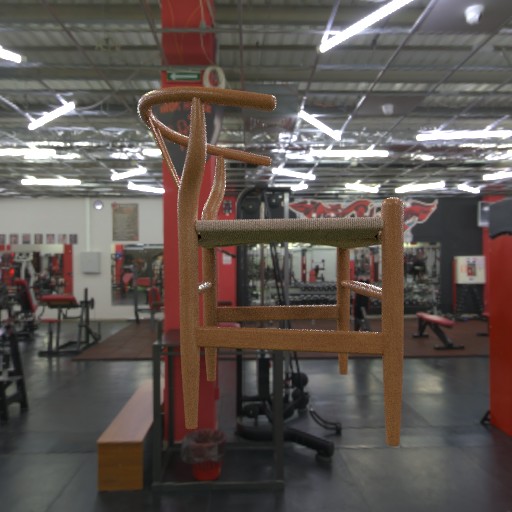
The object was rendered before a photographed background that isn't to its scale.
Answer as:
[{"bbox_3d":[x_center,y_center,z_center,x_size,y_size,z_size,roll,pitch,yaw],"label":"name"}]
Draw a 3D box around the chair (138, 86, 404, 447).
[{"bbox_3d":[0.000,0.000,1.125,0.579,0.730,0.569,0,0,1],"label":"chair"}]
